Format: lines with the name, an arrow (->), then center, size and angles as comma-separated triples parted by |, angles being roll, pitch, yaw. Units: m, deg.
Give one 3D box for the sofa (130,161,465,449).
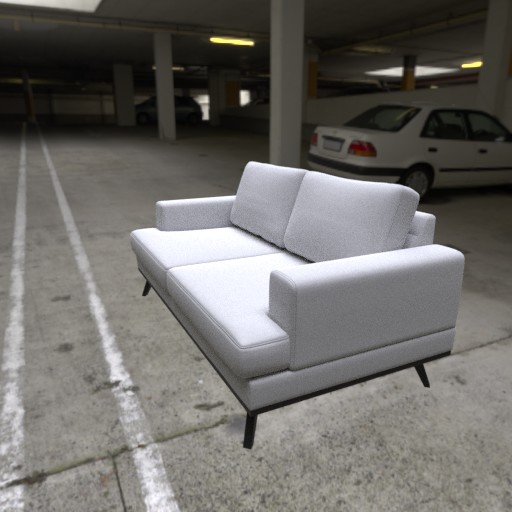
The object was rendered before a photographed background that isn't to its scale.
sofa -> 0.000, 0.000, 2.175 | 0.920, 0.810, 1.650 | -8, 18, -25
